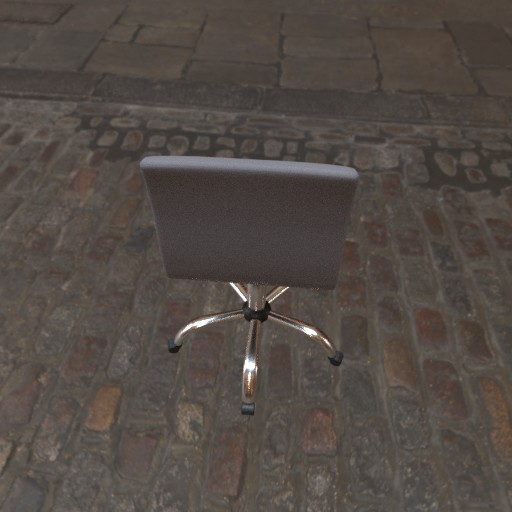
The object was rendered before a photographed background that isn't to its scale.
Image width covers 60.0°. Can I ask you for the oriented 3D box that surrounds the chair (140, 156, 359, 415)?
[{"bbox_3d":[0.000,0.000,1.160,0.556,0.780,0.530,4,47,4],"label":"chair"}]
